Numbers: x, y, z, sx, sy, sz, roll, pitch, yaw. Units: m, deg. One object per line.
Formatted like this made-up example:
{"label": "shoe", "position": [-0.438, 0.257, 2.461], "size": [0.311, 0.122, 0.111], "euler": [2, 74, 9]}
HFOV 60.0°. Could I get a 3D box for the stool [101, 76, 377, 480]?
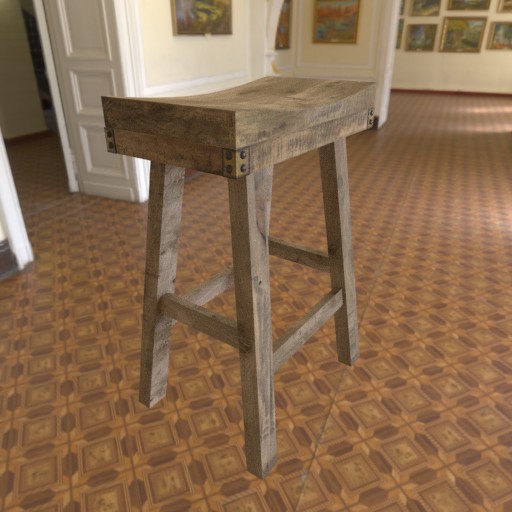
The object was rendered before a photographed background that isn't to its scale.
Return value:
{"label": "stool", "position": [0.000, 0.000, 0.892], "size": [0.330, 0.635, 0.450], "euler": [18, 32, 31]}
